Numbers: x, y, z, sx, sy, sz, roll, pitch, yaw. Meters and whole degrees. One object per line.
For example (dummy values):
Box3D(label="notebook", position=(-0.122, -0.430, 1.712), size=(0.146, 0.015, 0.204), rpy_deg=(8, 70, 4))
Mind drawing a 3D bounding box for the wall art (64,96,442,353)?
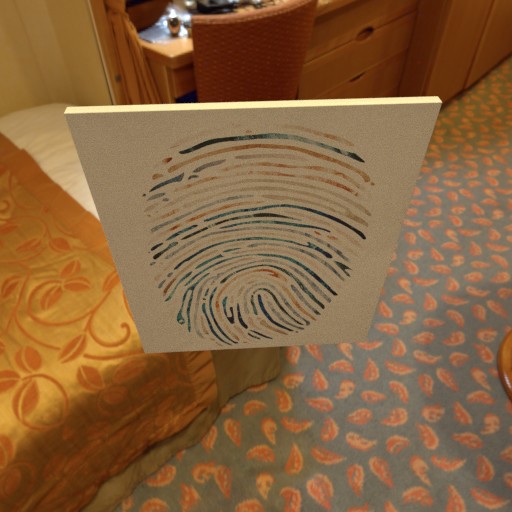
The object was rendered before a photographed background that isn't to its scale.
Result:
Box3D(label="wall art", position=(0.000, 0.000, 0.975), size=(0.609, 0.710, 0.021), rpy_deg=(-2, 46, -2))
